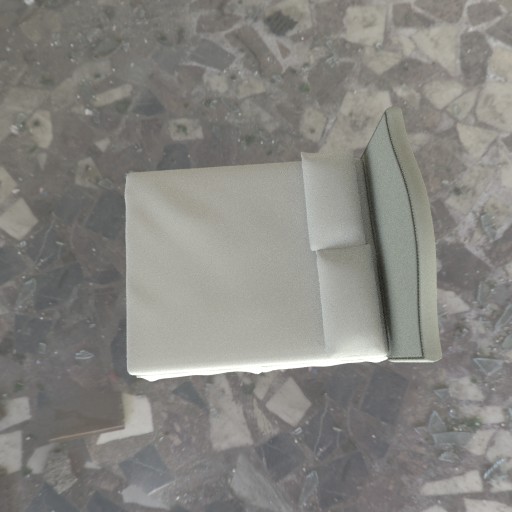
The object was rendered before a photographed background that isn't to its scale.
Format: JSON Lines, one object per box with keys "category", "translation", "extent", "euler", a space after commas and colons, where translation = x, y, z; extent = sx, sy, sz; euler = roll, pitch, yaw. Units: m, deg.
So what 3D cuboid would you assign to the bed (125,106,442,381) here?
{"category": "bed", "translation": [0.000, 0.000, 3.457], "extent": [2.180, 1.607, 1.813], "euler": [-4, 77, -1]}
